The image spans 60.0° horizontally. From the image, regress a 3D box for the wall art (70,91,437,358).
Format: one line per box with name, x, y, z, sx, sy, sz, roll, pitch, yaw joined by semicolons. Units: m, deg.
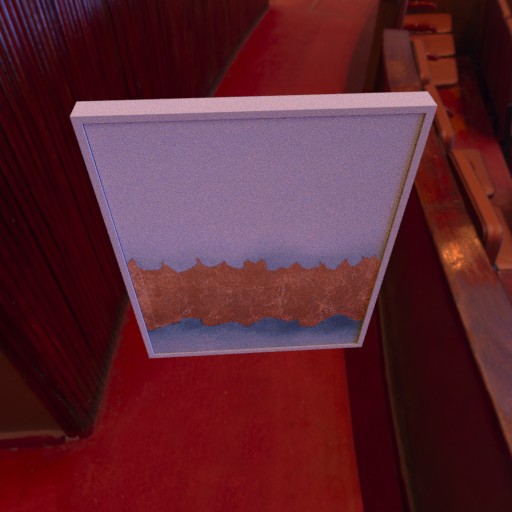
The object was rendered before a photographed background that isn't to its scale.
wall art;0.000;0.000;0.756;0.451;0.553;0.039;-3;46;-2
